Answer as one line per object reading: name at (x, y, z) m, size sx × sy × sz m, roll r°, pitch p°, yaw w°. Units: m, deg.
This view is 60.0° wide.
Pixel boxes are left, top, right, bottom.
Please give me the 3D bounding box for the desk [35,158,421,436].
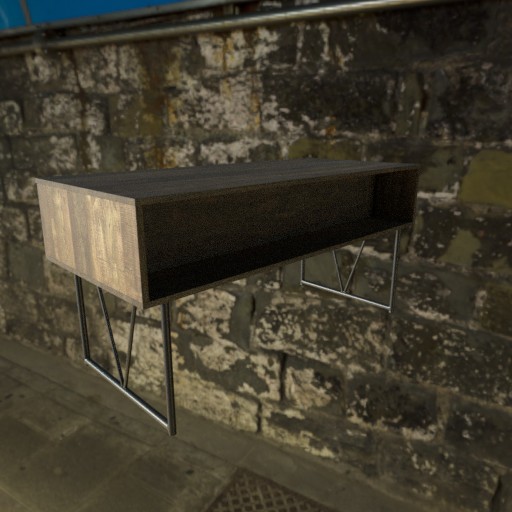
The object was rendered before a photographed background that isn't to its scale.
desk at (0.000, 0.000, 2.037) m, size 1.600 × 0.780 × 0.730 m, roll -15°, pitch 22°, yaw -43°
